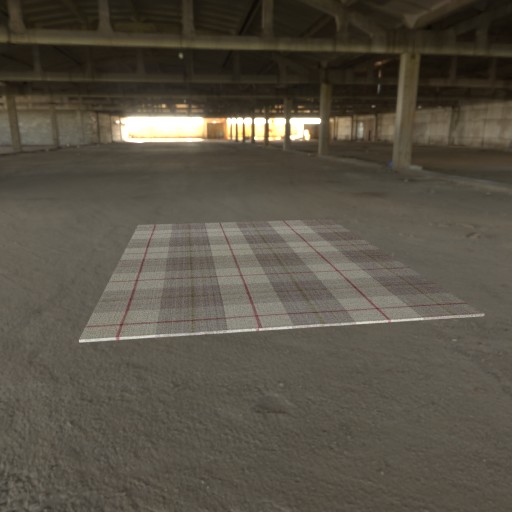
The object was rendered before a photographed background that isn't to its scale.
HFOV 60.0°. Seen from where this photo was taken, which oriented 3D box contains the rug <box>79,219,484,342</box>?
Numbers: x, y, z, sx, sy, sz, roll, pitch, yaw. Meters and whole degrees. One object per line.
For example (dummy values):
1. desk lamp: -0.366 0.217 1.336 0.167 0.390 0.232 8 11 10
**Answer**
1. rug: 0.000 0.000 3.891 2.317 0.016 2.959 -2 16 -8
